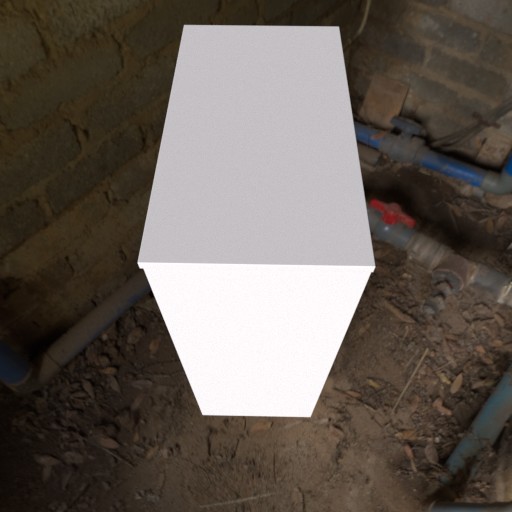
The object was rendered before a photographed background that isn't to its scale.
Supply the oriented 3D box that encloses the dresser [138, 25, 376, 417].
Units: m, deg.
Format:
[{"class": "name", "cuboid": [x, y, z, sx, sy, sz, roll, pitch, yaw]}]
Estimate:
[{"class": "dresser", "cuboid": [0.000, 0.000, 1.338, 0.401, 1.021, 0.704, 1, 57, 1]}]
